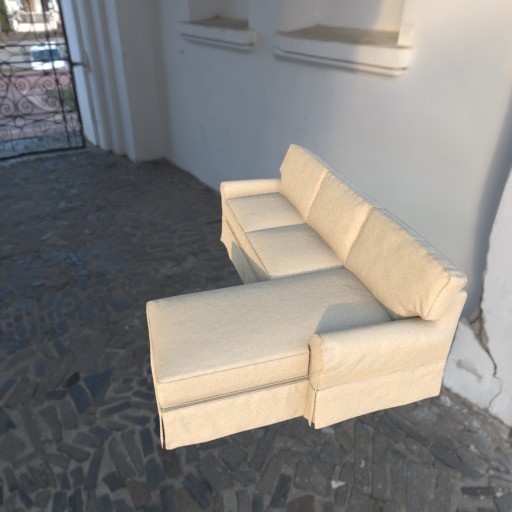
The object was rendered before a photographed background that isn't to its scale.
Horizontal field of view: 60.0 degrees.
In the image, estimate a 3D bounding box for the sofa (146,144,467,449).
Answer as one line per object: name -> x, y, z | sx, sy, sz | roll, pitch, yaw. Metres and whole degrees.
sofa -> 0.000, 0.000, 3.333 | 1.733, 0.978, 2.475 | -9, 32, -14
